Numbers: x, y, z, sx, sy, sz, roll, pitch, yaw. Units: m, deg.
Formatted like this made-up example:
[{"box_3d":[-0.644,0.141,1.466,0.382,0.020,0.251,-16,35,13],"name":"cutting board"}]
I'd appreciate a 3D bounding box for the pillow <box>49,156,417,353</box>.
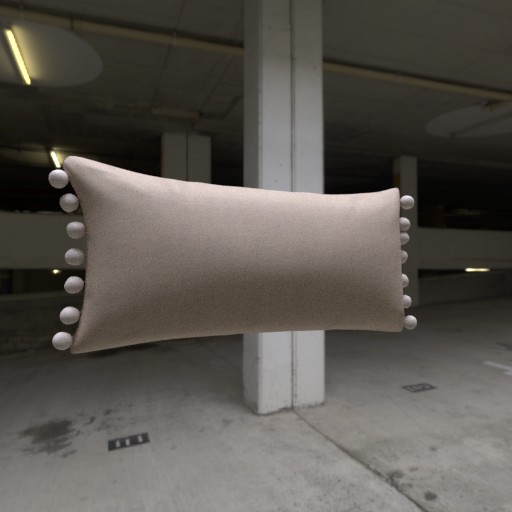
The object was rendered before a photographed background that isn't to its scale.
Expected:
[{"box_3d":[0.000,0.000,0.833,0.709,0.322,0.201,0,-1,-20],"name":"pillow"}]
